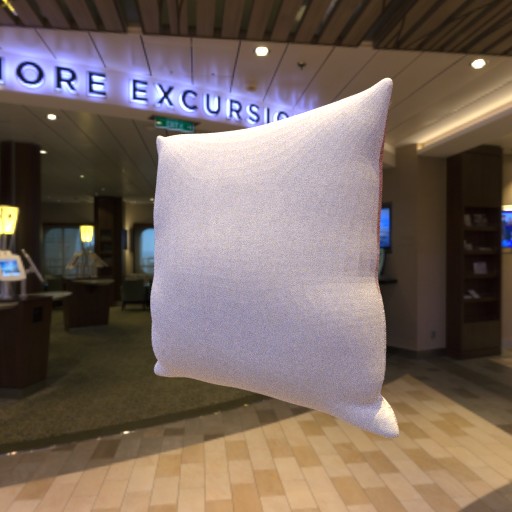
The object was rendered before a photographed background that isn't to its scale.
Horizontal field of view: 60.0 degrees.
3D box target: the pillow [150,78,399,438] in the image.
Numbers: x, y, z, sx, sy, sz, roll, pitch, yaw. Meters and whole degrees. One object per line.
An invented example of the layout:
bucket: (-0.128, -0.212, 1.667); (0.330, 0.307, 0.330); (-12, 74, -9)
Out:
pillow: (0.000, 0.000, 0.670); (0.440, 0.441, 0.182); (0, 1, 37)
